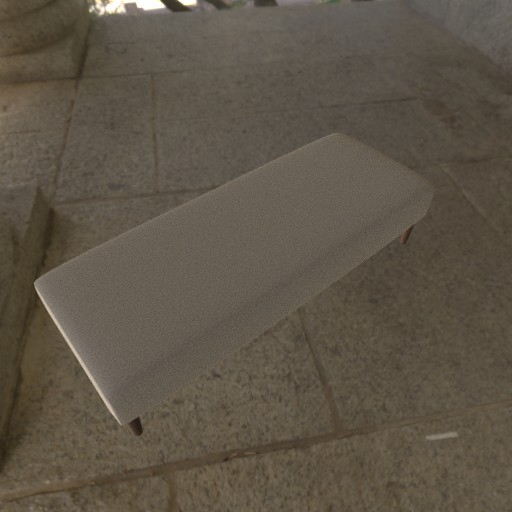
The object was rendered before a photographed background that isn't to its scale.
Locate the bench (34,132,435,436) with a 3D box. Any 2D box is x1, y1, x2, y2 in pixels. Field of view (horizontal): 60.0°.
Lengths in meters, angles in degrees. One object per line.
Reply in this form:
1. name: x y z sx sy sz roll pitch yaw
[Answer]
1. bench: 0.000 0.000 1.904 1.609 0.393 0.646 -31 53 -26
